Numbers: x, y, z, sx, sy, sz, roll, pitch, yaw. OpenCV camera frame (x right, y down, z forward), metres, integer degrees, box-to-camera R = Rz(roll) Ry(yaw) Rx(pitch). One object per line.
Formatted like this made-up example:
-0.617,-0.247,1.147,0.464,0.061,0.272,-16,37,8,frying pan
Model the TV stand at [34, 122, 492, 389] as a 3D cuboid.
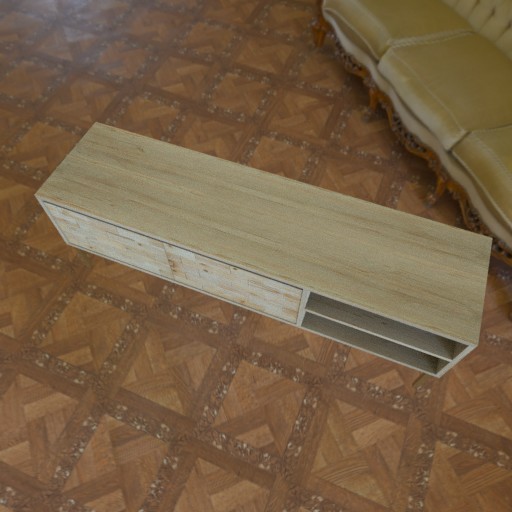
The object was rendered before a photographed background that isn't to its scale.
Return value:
0.000,0.000,1.825,1.600,0.550,0.420,18,60,11,TV stand
